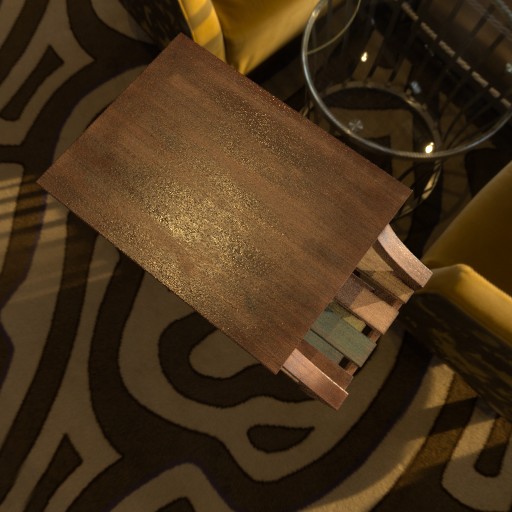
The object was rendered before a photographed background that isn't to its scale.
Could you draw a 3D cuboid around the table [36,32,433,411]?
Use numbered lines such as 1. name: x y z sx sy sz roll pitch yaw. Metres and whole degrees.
1. table: 0.000 0.000 0.972 0.609 0.584 0.356 37 79 9
